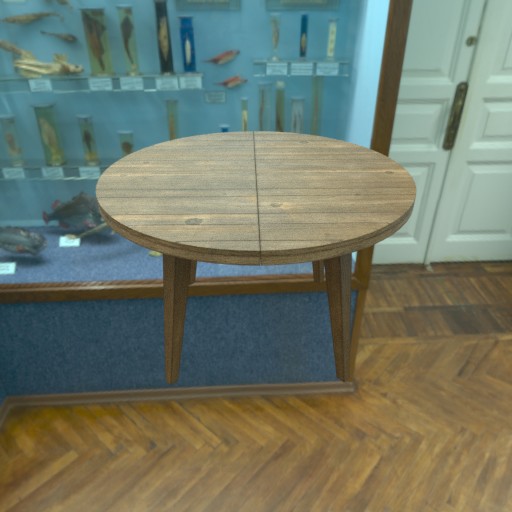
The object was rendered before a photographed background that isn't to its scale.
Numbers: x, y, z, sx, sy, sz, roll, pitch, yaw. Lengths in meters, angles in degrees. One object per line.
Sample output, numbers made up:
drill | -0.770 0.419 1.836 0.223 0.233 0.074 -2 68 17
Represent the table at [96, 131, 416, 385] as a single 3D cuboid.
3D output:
table | 0.000 0.000 1.951 1.213 0.764 1.213 0 31 0
